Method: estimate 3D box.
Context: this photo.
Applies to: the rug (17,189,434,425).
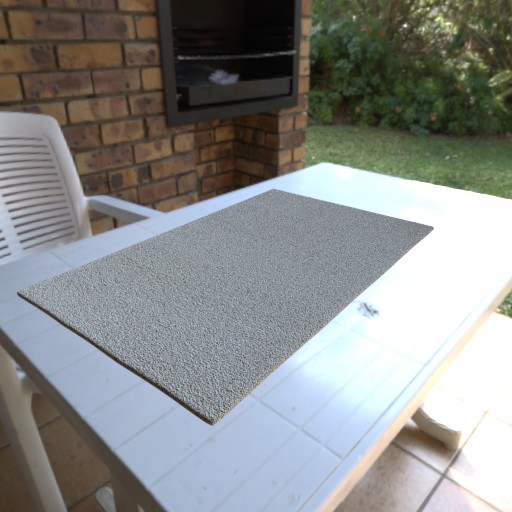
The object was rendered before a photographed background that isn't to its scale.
[{"bbox_3d":[0.000,0.000,2.929,1.524,0.030,2.438,19,32,34],"label":"rug"}]
